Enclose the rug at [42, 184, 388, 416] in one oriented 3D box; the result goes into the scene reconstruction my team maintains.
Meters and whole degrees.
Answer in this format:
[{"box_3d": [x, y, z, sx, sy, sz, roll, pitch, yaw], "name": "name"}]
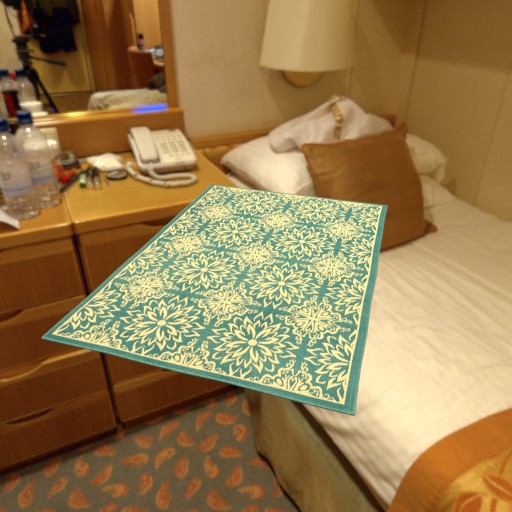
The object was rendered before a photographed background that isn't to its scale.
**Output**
[{"box_3d": [0.000, 0.000, 2.917, 1.554, 0.012, 2.205, 9, 32, 15], "name": "rug"}]
